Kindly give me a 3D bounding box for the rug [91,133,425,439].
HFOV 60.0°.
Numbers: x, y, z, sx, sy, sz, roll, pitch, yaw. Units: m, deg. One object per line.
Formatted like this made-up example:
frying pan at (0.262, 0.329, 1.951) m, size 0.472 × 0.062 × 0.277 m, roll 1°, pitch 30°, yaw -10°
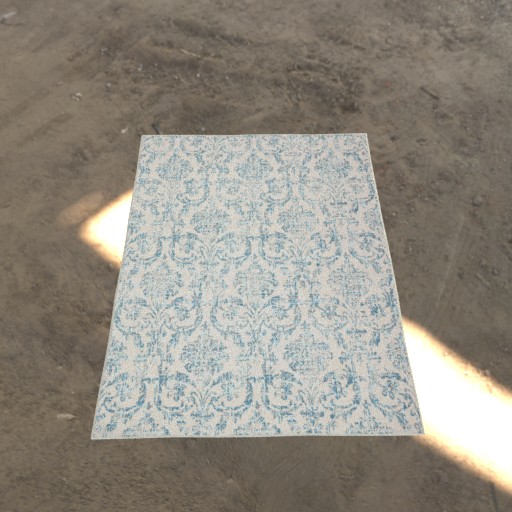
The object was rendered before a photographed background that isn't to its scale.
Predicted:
rug at (0.000, 0.000, 3.893) m, size 2.363 × 0.012 × 2.980 m, roll -1°, pitch 59°, yaw 0°
